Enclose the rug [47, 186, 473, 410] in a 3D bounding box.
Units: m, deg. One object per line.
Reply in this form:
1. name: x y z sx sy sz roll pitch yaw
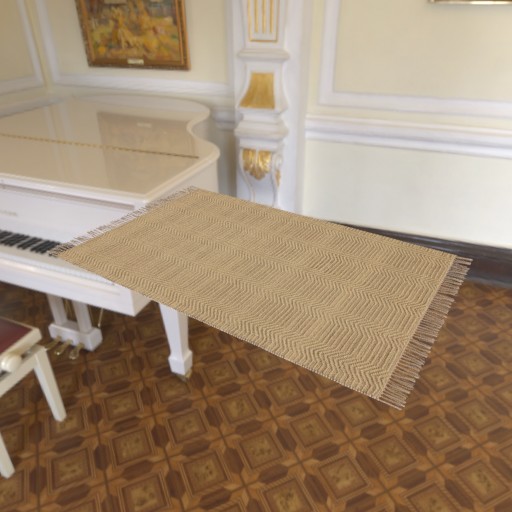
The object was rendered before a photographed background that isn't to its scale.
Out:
1. rug: 0.000 0.000 2.430 2.021 0.027 1.224 18 35 29
